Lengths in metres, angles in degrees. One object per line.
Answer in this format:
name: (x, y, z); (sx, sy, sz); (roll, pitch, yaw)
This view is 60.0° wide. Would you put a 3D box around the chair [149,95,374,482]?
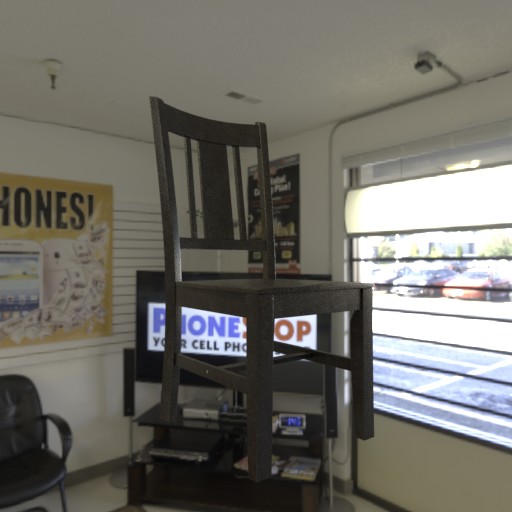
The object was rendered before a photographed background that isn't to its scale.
chair: (0.000, 0.000, 1.311); (0.450, 0.998, 0.555); (0, -1, -38)
